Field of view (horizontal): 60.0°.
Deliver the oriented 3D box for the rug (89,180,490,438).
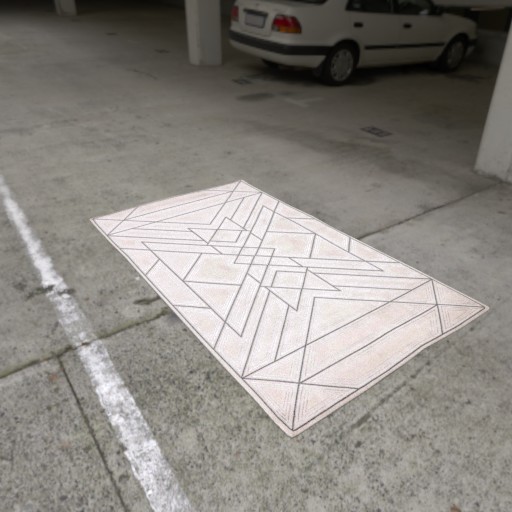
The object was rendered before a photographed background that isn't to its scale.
[{"bbox_3d":[0.000,0.000,1.045,0.511,0.008,0.869,-20,36,-30],"label":"rug"}]
